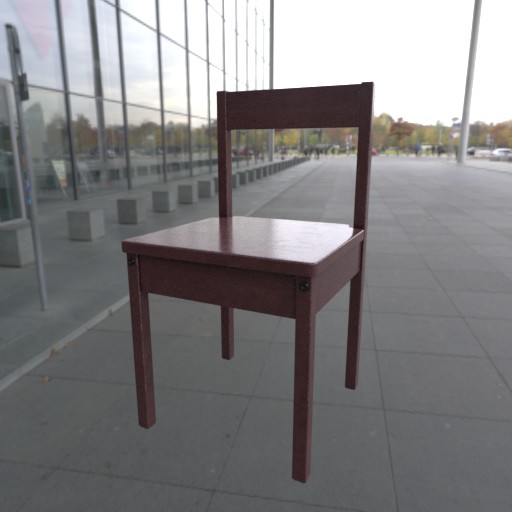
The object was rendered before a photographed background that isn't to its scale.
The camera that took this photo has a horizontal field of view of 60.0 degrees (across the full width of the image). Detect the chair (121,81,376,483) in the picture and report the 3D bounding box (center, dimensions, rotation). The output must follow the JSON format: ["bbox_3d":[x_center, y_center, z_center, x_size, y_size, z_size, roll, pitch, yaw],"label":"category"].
[{"bbox_3d":[0.000,0.000,0.879,0.367,0.668,0.361,7,15,26],"label":"chair"}]
